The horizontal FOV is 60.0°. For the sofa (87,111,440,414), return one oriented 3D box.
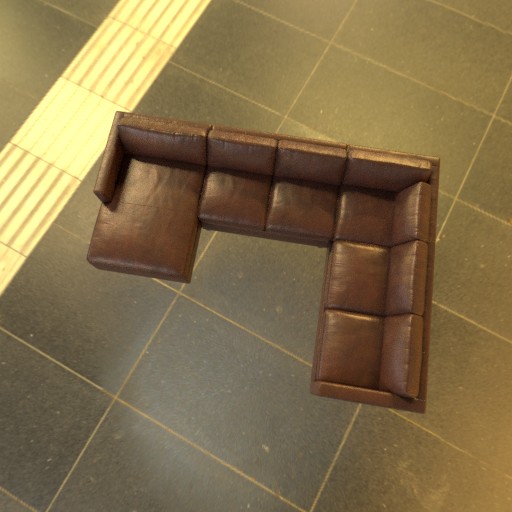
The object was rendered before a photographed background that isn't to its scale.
[{"bbox_3d":[0.000,0.000,4.435,3.324,0.891,2.452,9,75,2],"label":"sofa"}]
